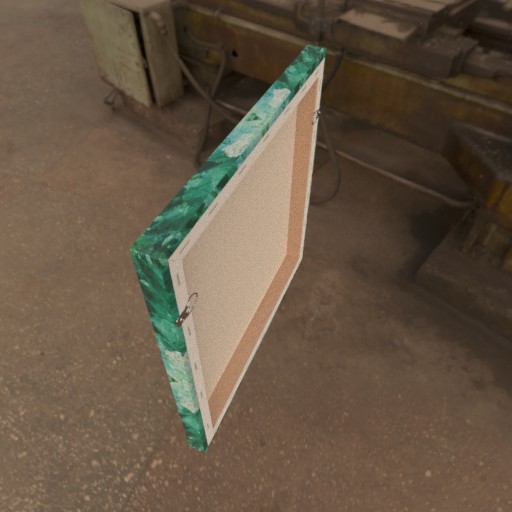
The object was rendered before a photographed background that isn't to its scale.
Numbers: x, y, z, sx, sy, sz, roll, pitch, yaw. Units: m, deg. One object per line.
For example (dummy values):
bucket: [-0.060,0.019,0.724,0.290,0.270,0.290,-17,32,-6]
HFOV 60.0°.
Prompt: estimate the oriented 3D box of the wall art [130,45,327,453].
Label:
wall art: [0.000,0.000,0.750,0.038,0.508,0.507,18,50,16]
